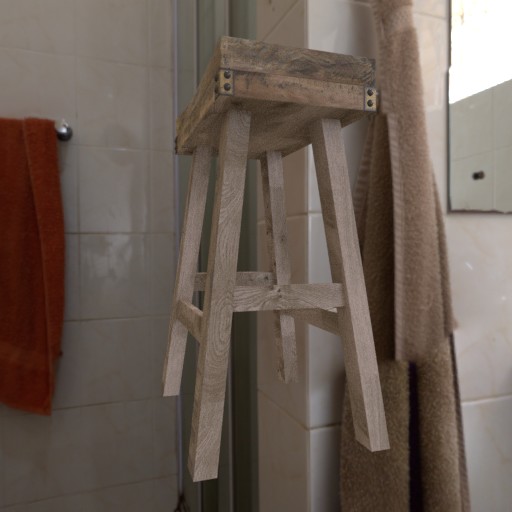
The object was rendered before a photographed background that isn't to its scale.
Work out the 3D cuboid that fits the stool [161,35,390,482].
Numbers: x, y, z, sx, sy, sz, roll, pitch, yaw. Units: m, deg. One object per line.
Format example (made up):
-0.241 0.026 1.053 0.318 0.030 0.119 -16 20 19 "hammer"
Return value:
0.000 0.000 0.881 0.330 0.635 0.450 0 2 -18 "stool"
